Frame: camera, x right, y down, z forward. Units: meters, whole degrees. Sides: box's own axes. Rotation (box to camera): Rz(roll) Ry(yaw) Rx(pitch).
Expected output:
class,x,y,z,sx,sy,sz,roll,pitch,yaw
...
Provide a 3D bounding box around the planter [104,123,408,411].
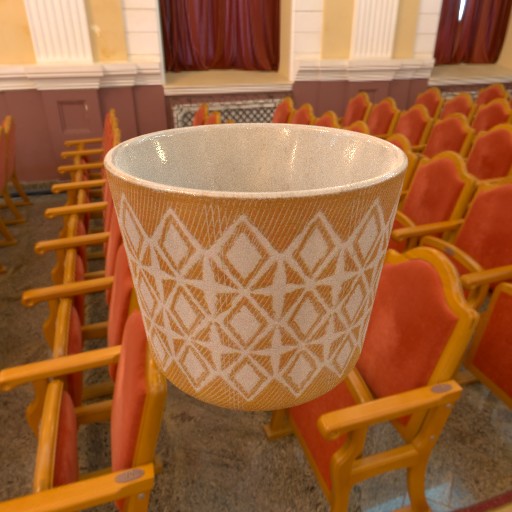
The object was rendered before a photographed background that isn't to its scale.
class,x,y,z,sx,sy,sz,roll,pitch,yaw
planter,0.000,0.000,0.215,0.126,0.104,0.126,0,26,0
